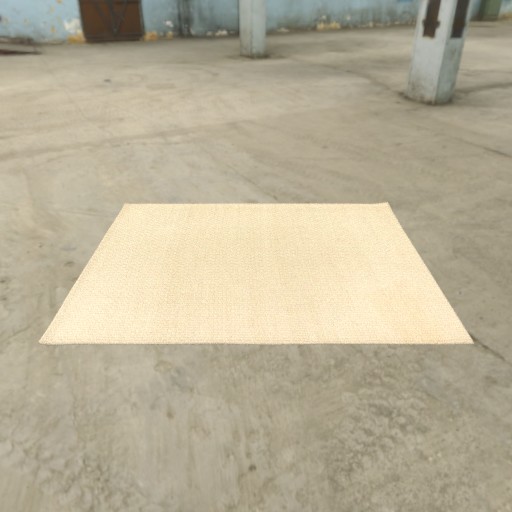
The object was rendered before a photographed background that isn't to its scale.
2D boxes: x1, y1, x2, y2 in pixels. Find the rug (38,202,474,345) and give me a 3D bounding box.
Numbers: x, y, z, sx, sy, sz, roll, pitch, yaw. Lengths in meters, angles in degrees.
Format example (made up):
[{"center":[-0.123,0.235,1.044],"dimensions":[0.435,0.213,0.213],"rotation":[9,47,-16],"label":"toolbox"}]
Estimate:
[{"center":[0.000,0.000,3.902],"dimensions":[2.897,0.035,2.277],"rotation":[0,31,0],"label":"rug"}]
